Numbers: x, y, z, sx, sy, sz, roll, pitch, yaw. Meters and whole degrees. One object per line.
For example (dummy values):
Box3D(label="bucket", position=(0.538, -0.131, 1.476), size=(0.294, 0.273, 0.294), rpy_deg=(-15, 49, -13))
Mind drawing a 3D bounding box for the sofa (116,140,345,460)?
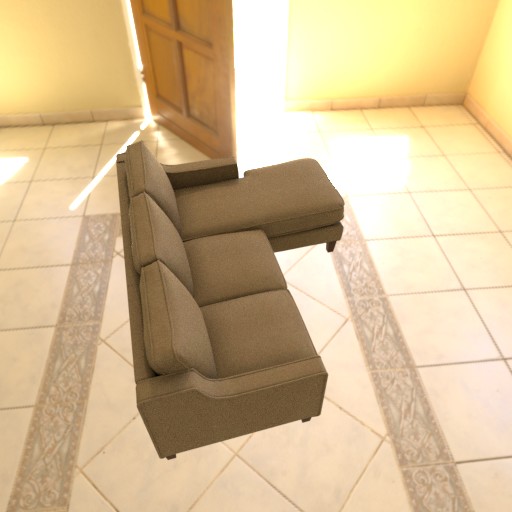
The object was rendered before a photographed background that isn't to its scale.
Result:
Box3D(label="sofa", position=(0.000, 0.000, 3.366), size=(1.858, 1.081, 2.317), rpy_deg=(-11, 47, -11))
